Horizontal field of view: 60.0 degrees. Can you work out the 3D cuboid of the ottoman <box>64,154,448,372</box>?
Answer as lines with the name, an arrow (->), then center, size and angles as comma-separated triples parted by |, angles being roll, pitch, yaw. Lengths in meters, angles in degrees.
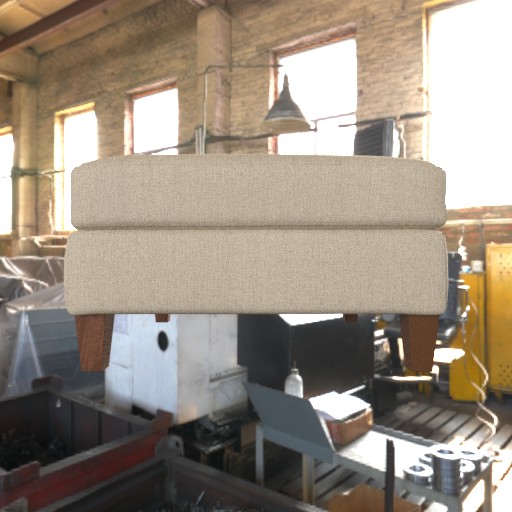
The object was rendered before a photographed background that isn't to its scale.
ottoman -> 0.000, 0.000, 1.346 | 0.838, 0.503, 0.838 | 0, 0, 0
